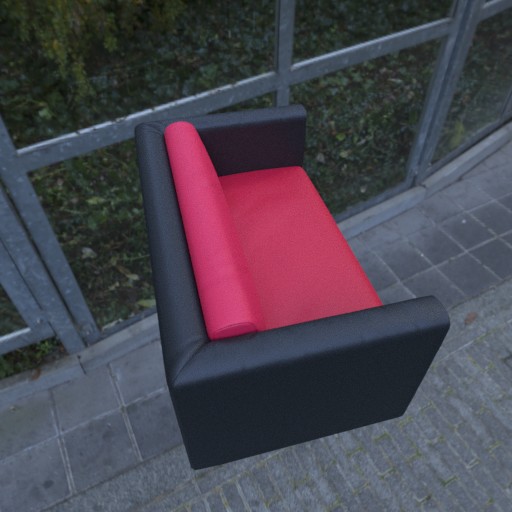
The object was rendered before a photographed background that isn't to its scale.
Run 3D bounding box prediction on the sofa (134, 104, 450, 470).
[{"bbox_3d":[0.000,0.000,1.914,0.845,0.735,1.410,-11,47,-10],"label":"sofa"}]
